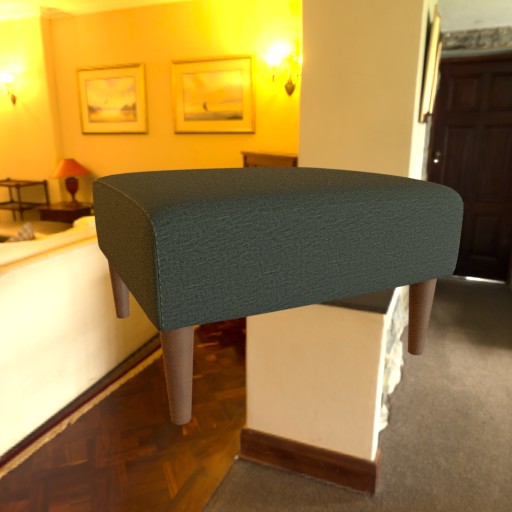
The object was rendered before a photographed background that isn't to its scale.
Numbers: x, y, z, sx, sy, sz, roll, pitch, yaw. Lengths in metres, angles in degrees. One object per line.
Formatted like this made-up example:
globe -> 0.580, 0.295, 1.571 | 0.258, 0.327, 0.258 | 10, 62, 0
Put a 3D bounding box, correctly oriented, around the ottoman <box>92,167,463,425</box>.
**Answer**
ottoman -> 0.000, 0.000, 1.059 | 0.650, 0.398, 0.649 | -7, 17, -26
